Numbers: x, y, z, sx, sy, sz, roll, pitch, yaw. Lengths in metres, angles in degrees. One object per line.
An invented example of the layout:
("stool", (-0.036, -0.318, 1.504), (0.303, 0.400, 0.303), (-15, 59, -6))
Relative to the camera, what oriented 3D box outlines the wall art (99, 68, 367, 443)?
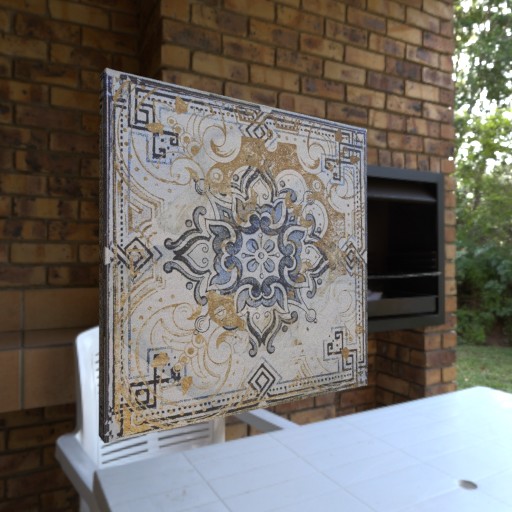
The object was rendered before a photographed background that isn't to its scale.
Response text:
("wall art", (0.000, 0.000, 0.897), (0.609, 0.607, 0.036), (0, -1, -34))
